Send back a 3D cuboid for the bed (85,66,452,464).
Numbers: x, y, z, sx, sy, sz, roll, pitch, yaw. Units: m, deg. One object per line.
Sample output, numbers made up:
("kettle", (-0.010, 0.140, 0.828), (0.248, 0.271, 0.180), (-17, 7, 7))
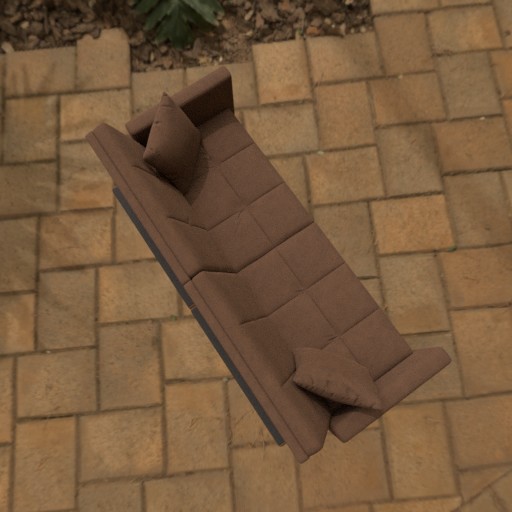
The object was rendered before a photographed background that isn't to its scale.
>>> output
("bed", (0.000, 0.000, 2.296), (0.889, 0.787, 1.905), (-34, 78, -8))
